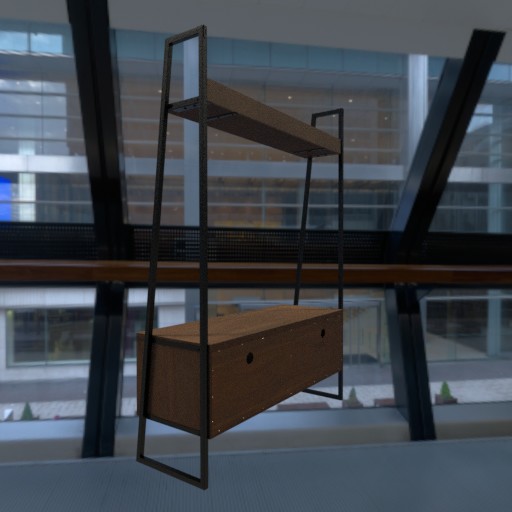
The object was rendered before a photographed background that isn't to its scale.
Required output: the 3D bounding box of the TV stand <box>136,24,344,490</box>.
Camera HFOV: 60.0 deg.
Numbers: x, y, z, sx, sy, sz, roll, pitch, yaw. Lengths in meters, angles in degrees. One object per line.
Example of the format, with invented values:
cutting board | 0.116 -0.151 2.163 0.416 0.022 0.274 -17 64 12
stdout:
TV stand | 0.000 0.000 2.307 0.432 1.772 1.250 1 1 36
